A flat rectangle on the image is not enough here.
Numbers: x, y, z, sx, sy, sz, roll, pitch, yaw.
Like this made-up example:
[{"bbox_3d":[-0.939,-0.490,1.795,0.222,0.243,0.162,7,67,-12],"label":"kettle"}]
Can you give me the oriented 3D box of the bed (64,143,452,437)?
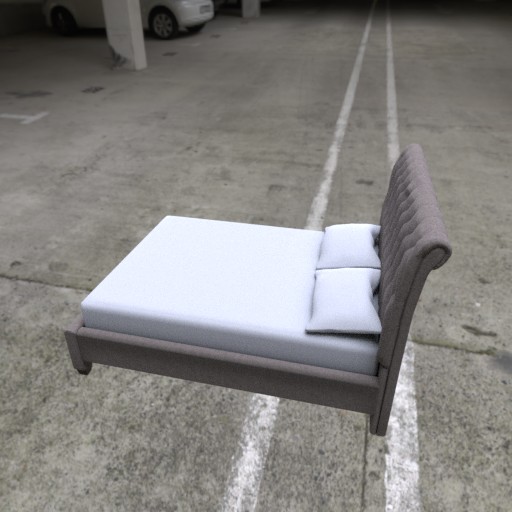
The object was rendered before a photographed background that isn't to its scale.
[{"bbox_3d":[0.000,0.000,3.265,2.252,1.371,1.645,7,31,12],"label":"bed"}]
